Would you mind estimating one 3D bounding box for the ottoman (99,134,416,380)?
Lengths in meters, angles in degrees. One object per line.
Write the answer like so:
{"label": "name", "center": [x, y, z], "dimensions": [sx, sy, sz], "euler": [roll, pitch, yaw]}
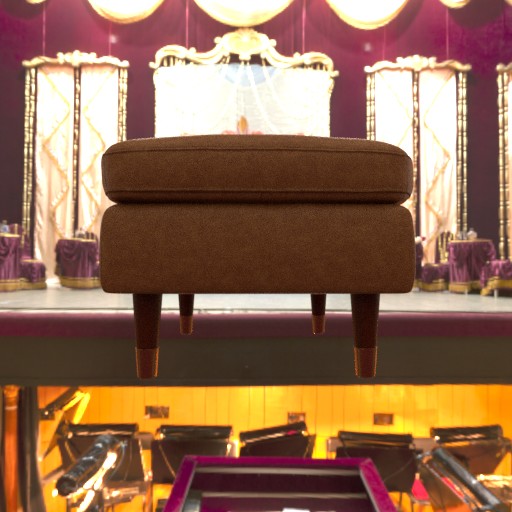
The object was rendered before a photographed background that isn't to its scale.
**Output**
{"label": "ottoman", "center": [0.000, 0.000, 1.131], "dimensions": [0.593, 0.478, 0.747], "euler": [0, -1, -1]}
